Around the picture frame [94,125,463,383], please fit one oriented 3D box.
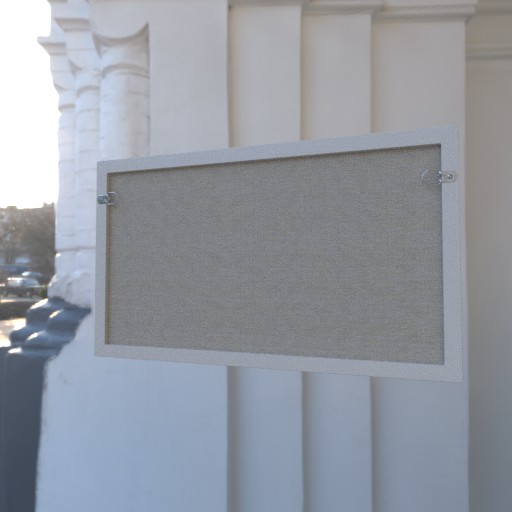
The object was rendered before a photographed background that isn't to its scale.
[{"bbox_3d":[0.000,0.000,0.773,0.647,0.379,0.044,-1,-2,19],"label":"picture frame"}]
